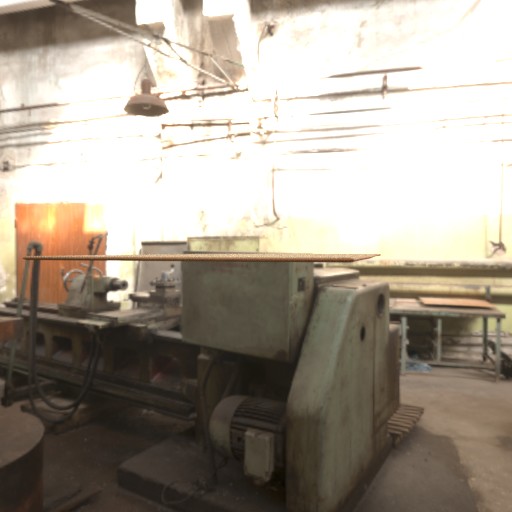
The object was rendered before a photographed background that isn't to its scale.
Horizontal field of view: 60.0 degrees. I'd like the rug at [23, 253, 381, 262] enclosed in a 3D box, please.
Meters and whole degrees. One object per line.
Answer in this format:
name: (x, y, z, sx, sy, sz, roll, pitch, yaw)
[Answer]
rug: (0.000, 0.000, 2.078, 1.078, 0.013, 1.678, 0, 1, 18)
